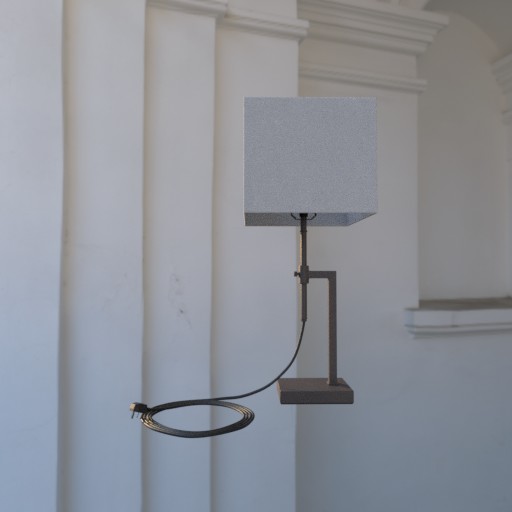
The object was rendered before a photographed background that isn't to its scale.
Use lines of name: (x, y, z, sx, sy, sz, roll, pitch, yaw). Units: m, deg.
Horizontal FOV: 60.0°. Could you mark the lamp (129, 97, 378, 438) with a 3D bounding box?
lamp: (0.000, 0.000, 0.994, 0.504, 0.660, 0.399, 0, -2, -1)
